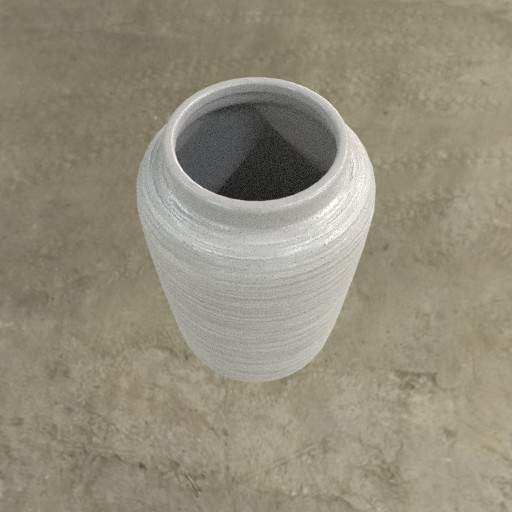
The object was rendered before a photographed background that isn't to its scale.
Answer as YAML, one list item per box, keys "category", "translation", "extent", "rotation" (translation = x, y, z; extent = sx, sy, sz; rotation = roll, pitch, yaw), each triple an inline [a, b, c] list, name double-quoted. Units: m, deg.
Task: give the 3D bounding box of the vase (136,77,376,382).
- category: "vase"
  translation: [0.000, 0.000, 0.466]
  extent: [0.202, 0.335, 0.202]
  rotation: [0, 58, 0]
